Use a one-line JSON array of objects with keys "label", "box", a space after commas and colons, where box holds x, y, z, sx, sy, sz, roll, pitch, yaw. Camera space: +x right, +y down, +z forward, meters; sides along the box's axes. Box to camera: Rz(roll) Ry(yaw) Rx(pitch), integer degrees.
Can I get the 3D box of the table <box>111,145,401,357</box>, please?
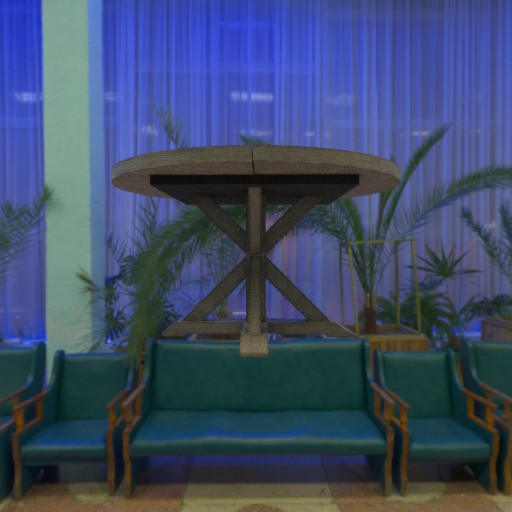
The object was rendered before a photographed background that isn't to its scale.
[{"label": "table", "box": [0.000, 0.000, 2.198, 1.363, 0.781, 1.363, 0, 1, 0]}]
